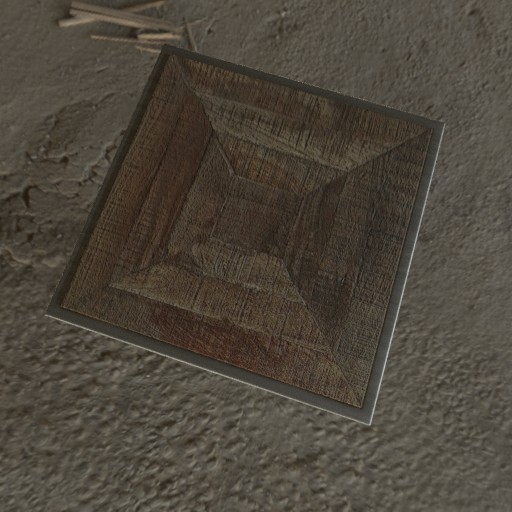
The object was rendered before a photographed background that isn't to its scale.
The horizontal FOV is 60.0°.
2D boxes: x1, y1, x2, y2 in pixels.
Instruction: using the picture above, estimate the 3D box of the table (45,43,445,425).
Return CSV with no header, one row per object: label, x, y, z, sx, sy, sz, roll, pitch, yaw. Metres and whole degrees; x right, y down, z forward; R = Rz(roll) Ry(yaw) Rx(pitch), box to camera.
table,0.000,0.000,0.866,0.450,0.500,0.449,18,77,4
